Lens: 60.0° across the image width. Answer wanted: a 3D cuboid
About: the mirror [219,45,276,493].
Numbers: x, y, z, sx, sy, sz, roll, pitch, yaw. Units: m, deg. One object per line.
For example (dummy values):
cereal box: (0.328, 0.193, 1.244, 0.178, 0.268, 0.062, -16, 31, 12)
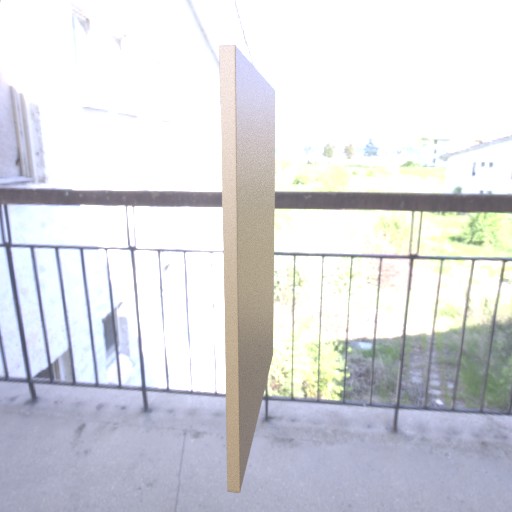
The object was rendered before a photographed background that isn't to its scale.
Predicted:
mirror: (0.000, 0.000, 1.337, 0.032, 1.023, 0.756, 2, 14, 8)
